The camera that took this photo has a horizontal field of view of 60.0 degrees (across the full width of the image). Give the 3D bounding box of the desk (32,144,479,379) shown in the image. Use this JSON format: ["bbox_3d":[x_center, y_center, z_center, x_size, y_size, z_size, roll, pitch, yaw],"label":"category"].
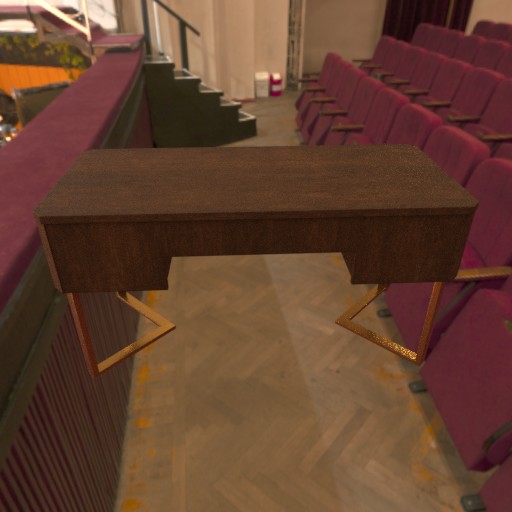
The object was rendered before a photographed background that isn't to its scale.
[{"bbox_3d":[0.000,0.000,1.921,1.479,0.762,0.684,-2,32,-2],"label":"desk"}]
